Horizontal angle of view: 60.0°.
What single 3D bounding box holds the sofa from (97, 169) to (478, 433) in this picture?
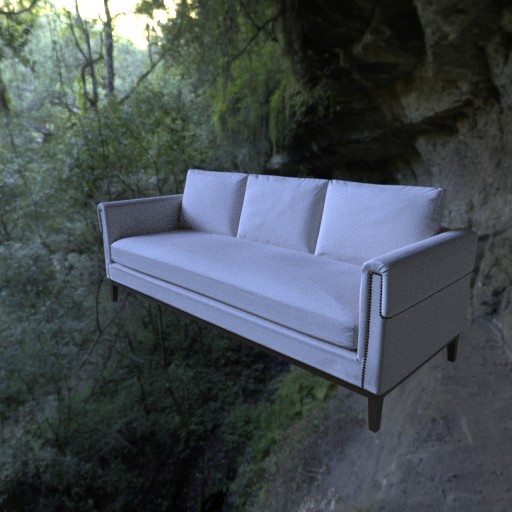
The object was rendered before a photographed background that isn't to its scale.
[{"bbox_3d":[0.000,0.000,2.647,2.198,0.911,0.902,14,20,42],"label":"sofa"}]
